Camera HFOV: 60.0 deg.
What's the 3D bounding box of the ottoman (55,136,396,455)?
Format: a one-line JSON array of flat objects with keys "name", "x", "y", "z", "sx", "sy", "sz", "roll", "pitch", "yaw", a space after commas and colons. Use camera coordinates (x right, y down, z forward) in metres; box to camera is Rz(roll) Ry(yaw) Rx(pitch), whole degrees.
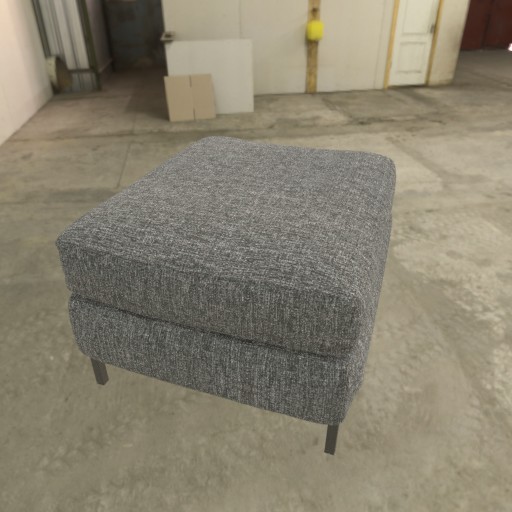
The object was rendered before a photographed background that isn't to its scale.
[{"name": "ottoman", "x": 0.000, "y": 0.000, "z": 1.221, "sx": 0.683, "sy": 0.480, "sz": 0.828, "roll": 10, "pitch": 33, "yaw": 16}]
